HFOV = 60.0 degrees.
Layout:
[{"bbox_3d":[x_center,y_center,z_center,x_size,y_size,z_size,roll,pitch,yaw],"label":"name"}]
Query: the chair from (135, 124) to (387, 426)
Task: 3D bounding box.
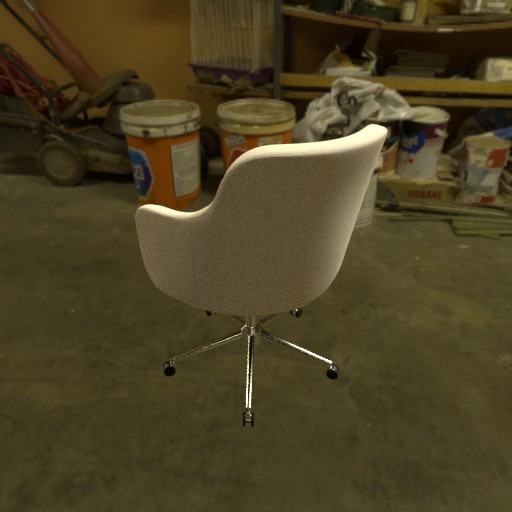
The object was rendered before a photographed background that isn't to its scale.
[{"bbox_3d":[0.000,0.000,1.286,0.602,0.819,0.647,-19,35,-29],"label":"chair"}]
